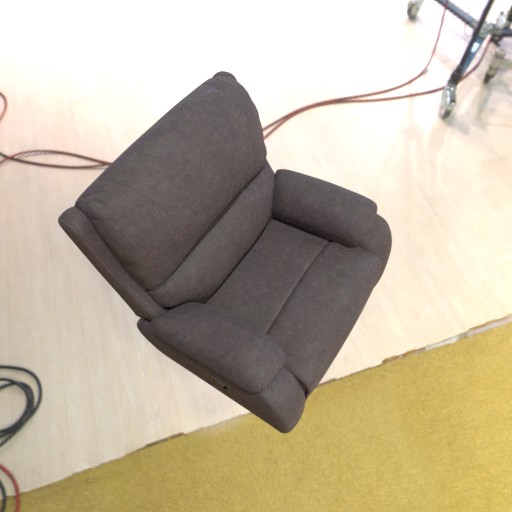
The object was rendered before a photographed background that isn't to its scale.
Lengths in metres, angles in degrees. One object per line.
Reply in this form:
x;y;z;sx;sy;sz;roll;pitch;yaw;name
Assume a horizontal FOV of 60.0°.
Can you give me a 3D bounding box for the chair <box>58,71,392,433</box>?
0.000;0.000;1.740;0.899;1.011;0.930;29;63;17;chair
